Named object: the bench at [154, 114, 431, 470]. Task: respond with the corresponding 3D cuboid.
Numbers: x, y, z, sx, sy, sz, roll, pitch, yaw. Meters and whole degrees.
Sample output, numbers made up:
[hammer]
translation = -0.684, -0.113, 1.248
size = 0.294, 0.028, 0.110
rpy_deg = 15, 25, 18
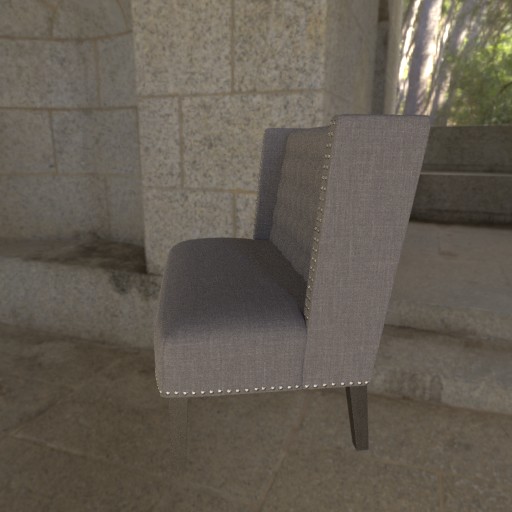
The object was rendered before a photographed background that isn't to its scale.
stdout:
[bench]
translation = 0.000, 0.000, 1.954
size = 0.842, 1.121, 1.276
rpy_deg = -2, 14, -8
